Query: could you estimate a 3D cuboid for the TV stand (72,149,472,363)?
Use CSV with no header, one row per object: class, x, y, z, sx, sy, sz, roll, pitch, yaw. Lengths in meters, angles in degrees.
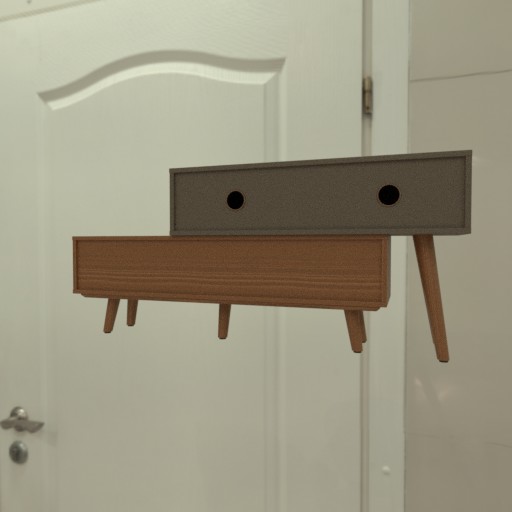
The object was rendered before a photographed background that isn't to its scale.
TV stand,0.000,0.000,1.566,1.336,0.591,0.329,1,2,19
